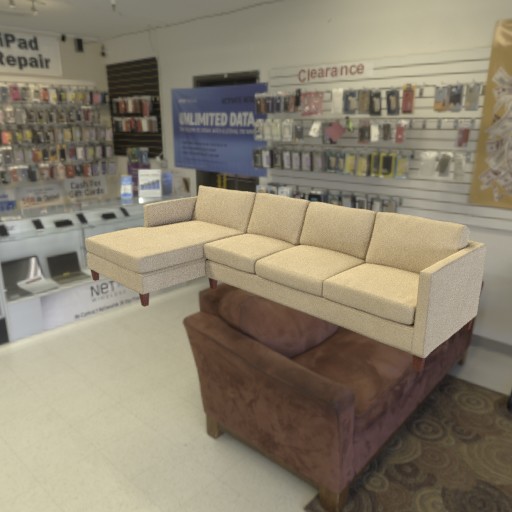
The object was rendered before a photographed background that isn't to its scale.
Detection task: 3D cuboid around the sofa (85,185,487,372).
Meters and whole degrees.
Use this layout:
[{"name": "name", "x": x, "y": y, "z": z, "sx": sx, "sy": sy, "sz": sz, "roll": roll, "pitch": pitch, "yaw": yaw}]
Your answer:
[{"name": "sofa", "x": 0.000, "y": 0.000, "z": 3.827, "sx": 3.186, "sy": 0.846, "sz": 1.625, "roll": 16, "pitch": 23, "yaw": 42}]
